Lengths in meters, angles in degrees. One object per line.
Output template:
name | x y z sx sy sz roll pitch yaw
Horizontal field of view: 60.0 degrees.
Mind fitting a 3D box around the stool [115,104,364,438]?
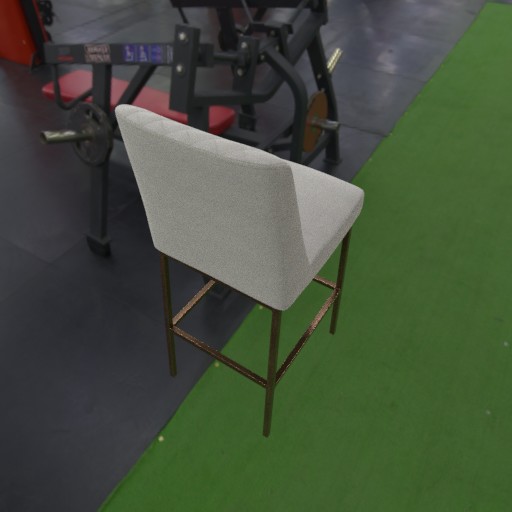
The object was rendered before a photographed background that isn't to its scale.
stool | 0.000 0.000 1.372 0.462 1.084 0.546 25 50 23
